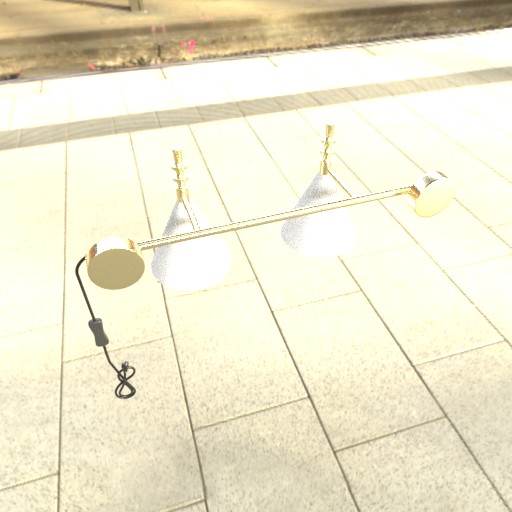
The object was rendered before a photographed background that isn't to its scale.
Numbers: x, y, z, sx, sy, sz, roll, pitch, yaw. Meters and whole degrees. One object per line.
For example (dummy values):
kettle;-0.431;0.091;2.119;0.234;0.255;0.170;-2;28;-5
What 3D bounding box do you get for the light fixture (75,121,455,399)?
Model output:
light fixture;0.000;0.000;0.867;0.642;0.468;0.239;-13;43;-14
